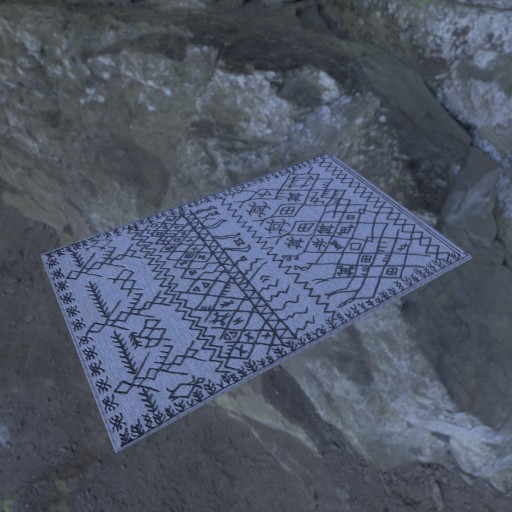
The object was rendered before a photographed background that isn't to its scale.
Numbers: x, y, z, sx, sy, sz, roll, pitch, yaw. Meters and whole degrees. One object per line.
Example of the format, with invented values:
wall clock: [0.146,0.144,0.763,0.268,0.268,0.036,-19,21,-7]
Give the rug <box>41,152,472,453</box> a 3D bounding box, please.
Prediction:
rug: [0.000,0.000,2.954,2.444,0.012,1.526,-23,49,-22]
